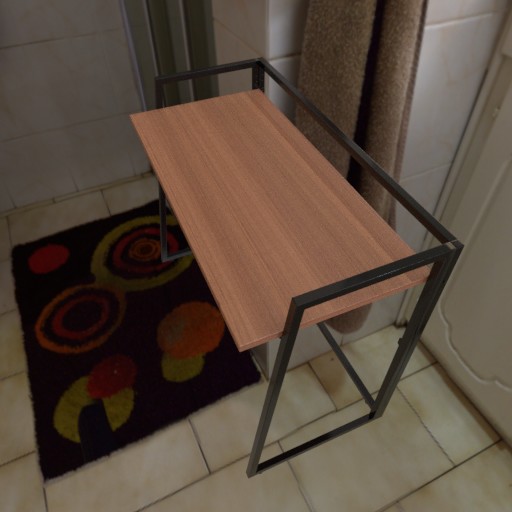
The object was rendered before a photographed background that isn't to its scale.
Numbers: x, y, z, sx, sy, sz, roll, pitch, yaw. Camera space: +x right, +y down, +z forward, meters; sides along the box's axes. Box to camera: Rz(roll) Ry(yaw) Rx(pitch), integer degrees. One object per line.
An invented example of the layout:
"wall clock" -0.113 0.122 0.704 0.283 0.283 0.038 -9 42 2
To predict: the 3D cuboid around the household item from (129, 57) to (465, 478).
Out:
"household item" 0.000 0.000 1.509 0.510 0.860 1.050 -18 49 -16
